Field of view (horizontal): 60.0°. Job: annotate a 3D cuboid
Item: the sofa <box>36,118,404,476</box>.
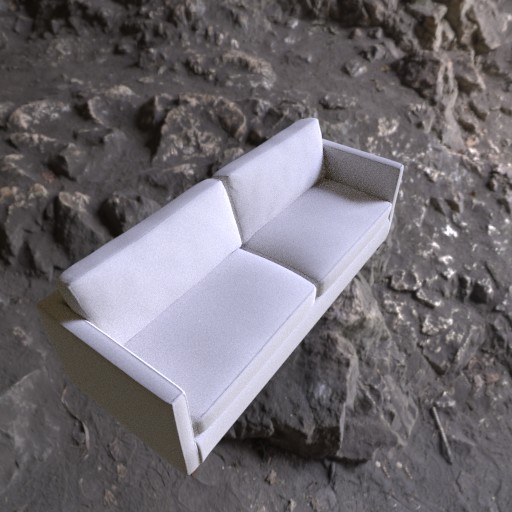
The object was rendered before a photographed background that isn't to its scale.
[{"bbox_3d":[0.000,0.000,2.798,0.951,0.962,2.361,26,47,27],"label":"sofa"}]
